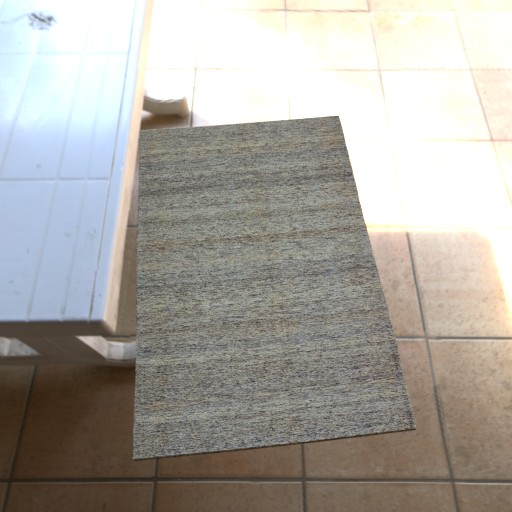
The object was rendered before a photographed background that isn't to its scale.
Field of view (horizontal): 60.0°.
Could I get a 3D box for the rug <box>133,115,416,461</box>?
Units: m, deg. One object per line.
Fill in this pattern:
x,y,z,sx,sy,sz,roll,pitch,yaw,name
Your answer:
0.000,0.000,2.322,1.243,0.014,1.846,-5,63,-3,rug
